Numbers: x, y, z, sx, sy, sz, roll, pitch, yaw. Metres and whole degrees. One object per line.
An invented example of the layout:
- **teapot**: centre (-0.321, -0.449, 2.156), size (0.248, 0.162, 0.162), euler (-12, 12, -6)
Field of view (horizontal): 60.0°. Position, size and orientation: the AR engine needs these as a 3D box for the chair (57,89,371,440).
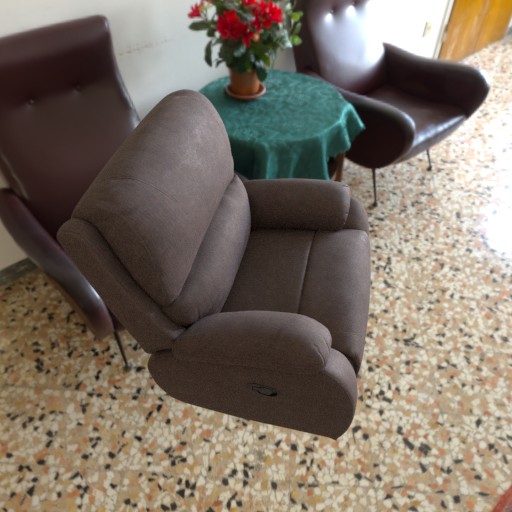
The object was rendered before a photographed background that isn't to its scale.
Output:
- **chair**: centre (0.000, 0.000, 1.671), size (0.899, 1.011, 0.930), euler (9, 46, 9)
